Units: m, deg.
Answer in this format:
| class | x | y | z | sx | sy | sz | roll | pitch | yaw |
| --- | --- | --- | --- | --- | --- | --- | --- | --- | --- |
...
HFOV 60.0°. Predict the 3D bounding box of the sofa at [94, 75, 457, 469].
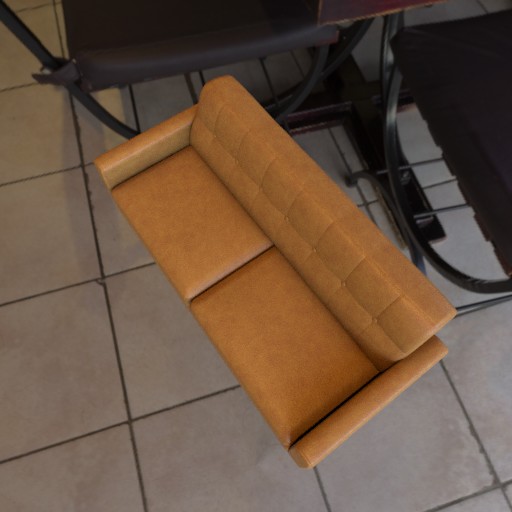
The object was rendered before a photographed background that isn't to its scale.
| class | x | y | z | sx | sy | sz | roll | pitch | yaw |
| --- | --- | --- | --- | --- | --- | --- | --- | --- | --- |
| sofa | 0.000 | 0.000 | 2.626 | 0.980 | 0.892 | 2.137 | -33 | 69 | -15 |
